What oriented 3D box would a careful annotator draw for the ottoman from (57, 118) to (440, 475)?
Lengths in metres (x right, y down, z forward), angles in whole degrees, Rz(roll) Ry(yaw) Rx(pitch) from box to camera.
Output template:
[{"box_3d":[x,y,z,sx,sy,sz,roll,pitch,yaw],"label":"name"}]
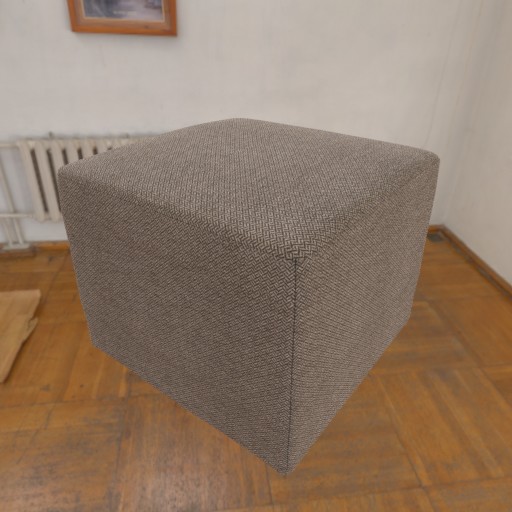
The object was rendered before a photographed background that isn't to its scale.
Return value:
[{"box_3d":[0.000,0.000,0.891,0.519,0.453,0.512,21,35,32],"label":"ottoman"}]
